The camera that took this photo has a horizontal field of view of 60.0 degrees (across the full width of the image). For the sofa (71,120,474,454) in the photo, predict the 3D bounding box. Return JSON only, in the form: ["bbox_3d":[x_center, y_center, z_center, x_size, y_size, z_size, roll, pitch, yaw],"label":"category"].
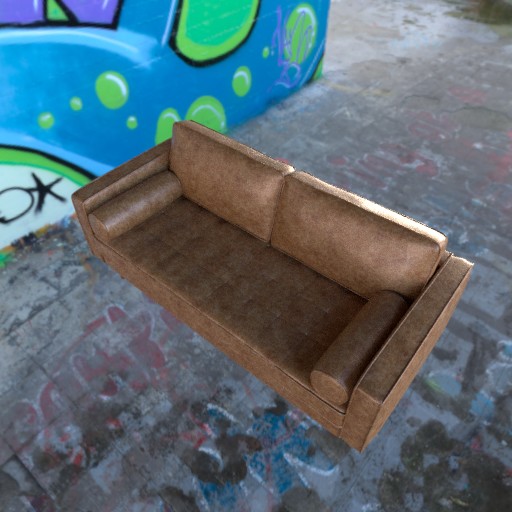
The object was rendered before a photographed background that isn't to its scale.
[{"bbox_3d":[0.000,0.000,2.364,1.920,0.825,0.924,31,53,27],"label":"sofa"}]
